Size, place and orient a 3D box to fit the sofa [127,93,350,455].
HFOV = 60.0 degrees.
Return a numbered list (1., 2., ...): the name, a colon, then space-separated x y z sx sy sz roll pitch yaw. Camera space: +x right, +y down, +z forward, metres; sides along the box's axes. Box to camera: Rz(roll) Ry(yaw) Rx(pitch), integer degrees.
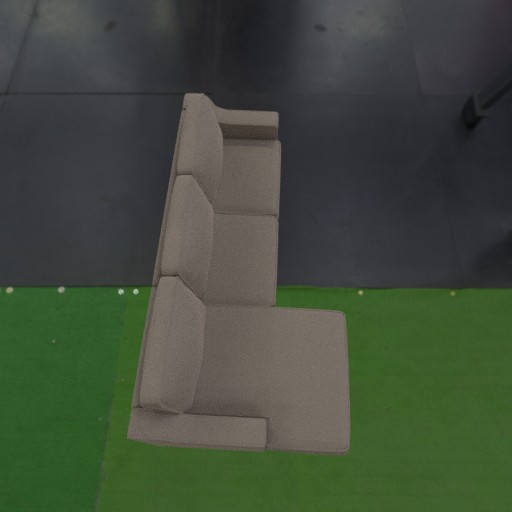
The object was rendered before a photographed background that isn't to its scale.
1. sofa: 0.000 0.000 3.203 1.294 0.928 2.561 3 64 1
